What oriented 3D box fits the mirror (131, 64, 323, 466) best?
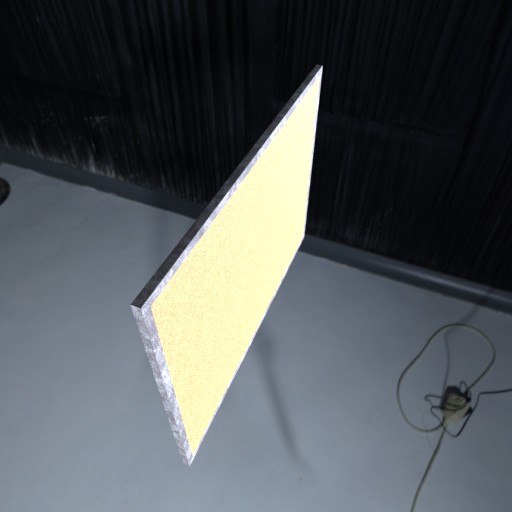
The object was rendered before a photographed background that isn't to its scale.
[{"bbox_3d":[0.000,0.000,1.424,0.022,0.795,1.101,17,48,16],"label":"mirror"}]
